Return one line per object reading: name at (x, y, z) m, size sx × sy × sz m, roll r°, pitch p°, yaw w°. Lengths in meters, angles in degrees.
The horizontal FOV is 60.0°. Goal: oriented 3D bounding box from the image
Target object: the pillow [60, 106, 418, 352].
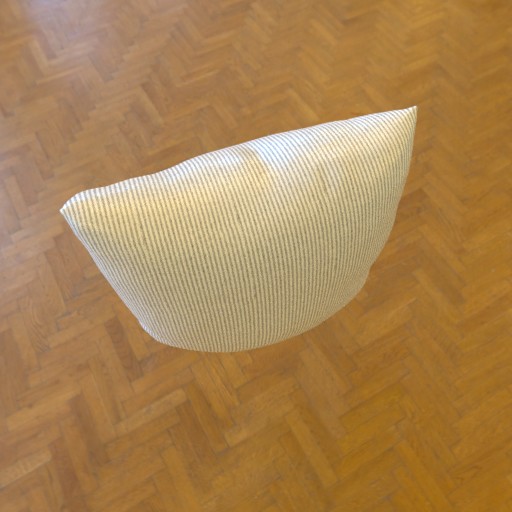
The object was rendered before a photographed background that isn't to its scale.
pillow at (0.000, 0.000, 0.690) m, size 0.387 × 0.432 × 0.310 m, roll 12°, pitch 62°, yaw 7°
